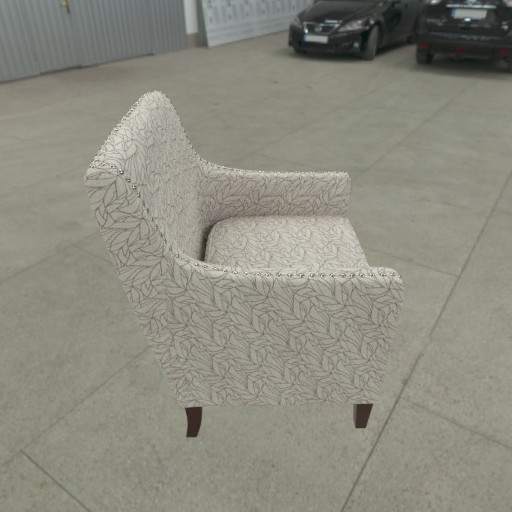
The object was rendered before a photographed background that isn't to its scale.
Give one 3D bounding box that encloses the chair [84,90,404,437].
[{"bbox_3d":[0.000,0.000,1.275,0.651,0.816,0.623,-1,33,-1],"label":"chair"}]
